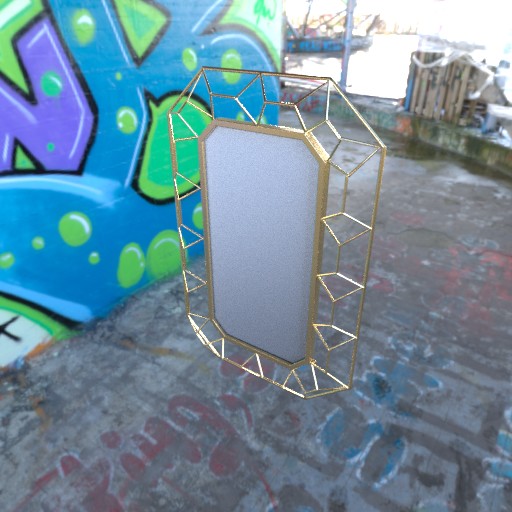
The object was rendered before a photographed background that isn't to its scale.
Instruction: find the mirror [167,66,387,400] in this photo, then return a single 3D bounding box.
[{"bbox_3d":[0.000,0.000,1.127,0.572,0.870,0.051,18,34,29],"label":"mirror"}]
